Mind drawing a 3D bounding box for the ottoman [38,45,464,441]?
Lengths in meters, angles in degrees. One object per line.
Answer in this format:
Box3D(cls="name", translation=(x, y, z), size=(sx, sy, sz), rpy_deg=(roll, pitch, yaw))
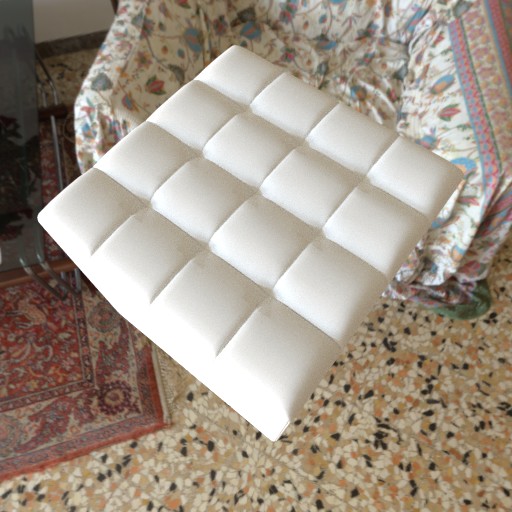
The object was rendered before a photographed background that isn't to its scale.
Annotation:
Box3D(cls="ottoman", translation=(0.000, 0.000, 0.787), size=(0.425, 0.432, 0.425), rpy_deg=(35, 69, 15))
